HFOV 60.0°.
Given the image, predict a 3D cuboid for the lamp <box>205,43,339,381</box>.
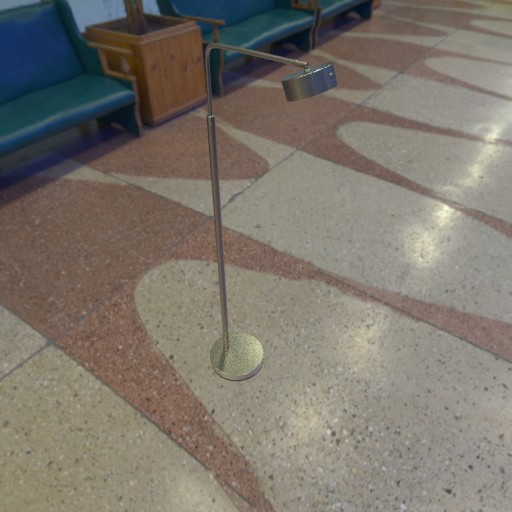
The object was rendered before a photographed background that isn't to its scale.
[{"bbox_3d":[0.000,0.000,1.421,0.421,1.250,0.222,26,47,27],"label":"lamp"}]
